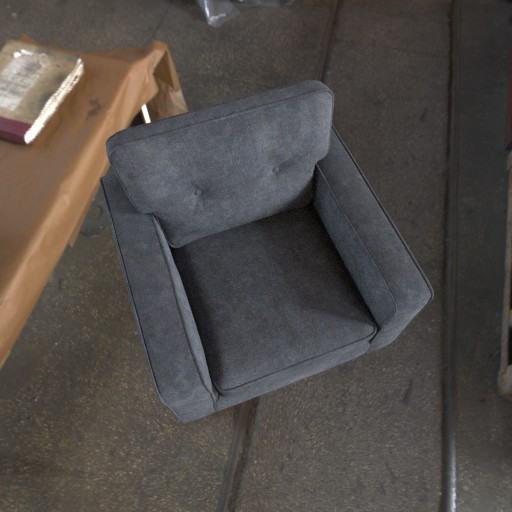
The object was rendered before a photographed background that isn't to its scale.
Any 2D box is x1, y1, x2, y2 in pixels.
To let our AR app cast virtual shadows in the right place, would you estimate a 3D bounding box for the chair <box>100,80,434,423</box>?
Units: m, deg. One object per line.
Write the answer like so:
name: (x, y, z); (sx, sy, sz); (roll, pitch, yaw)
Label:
chair: (0.000, 0.000, 1.787); (1.015, 0.965, 0.939); (-18, 64, -9)
